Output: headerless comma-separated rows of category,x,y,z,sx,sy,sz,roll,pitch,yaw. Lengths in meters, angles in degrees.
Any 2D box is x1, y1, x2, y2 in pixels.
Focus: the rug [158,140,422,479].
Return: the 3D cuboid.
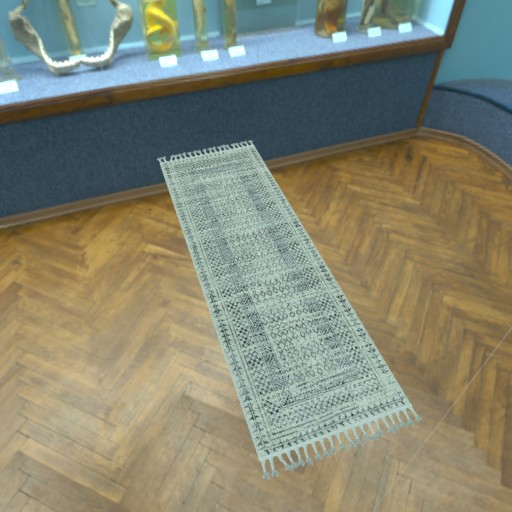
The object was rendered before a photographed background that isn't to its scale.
rug,0.000,0.000,2.743,0.786,0.013,2.480,-14,49,-13
